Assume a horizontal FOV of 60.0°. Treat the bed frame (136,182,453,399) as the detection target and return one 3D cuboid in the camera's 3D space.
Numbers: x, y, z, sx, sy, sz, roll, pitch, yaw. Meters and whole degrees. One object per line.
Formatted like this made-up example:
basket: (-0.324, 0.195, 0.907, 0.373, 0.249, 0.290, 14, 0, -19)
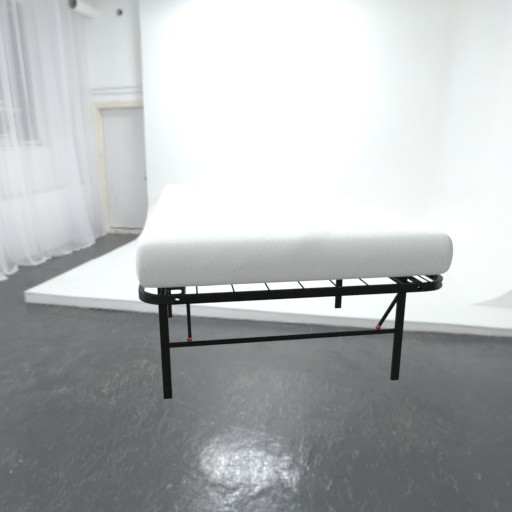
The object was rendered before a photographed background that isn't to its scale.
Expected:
bed frame: (0.000, 0.000, 2.269, 0.989, 0.619, 1.903, -2, 15, -8)
